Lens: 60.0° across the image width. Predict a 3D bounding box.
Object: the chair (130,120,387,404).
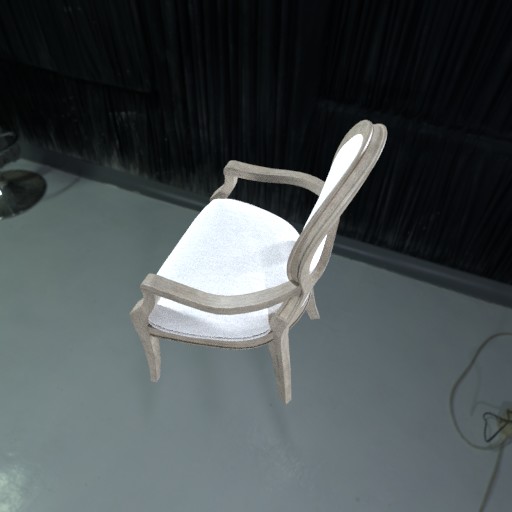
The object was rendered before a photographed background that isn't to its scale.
[{"bbox_3d":[0.000,0.000,1.397,0.602,0.991,0.611,16,50,14],"label":"chair"}]
